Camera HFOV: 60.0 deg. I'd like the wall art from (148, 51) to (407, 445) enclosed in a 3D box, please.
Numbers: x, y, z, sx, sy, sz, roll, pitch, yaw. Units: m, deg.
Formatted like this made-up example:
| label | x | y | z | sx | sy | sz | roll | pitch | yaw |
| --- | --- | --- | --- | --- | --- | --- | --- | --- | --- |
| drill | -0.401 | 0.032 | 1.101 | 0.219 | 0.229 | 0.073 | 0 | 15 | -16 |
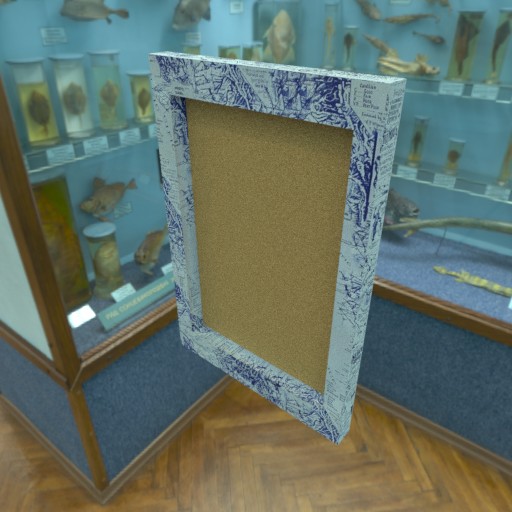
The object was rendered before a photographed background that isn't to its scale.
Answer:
| label | x | y | z | sx | sy | sz | roll | pitch | yaw |
| --- | --- | --- | --- | --- | --- | --- | --- | --- | --- |
| wall art | 0.000 | 0.000 | 0.469 | 0.255 | 0.376 | 0.025 | 23 | 38 | 33 |
